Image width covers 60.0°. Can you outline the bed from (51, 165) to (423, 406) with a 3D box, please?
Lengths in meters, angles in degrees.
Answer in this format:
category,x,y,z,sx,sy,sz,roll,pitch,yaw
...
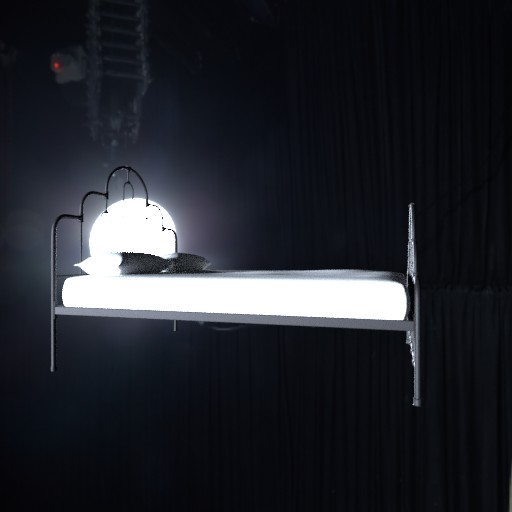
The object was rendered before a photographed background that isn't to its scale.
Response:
category,x,y,z,sx,sy,sz,roll,pitch,yaw
bed,0.000,0.000,3.191,2.163,1.429,1.640,0,0,18
